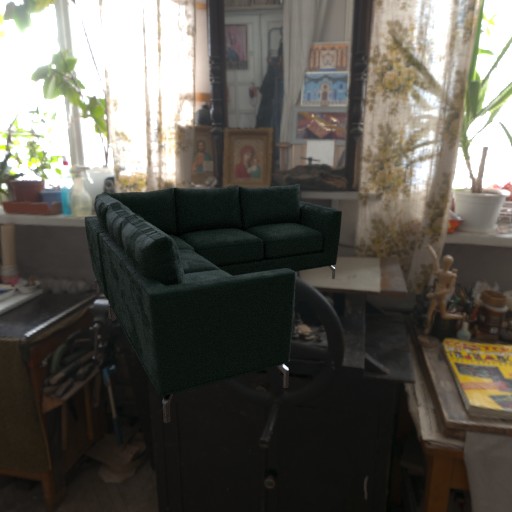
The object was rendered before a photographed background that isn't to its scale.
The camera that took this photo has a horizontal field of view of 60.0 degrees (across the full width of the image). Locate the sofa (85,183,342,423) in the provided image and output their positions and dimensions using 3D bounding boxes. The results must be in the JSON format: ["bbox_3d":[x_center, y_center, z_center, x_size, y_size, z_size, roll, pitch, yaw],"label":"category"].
[{"bbox_3d":[0.000,0.000,3.809,2.452,1.004,2.468,-8,17,-26],"label":"sofa"}]
